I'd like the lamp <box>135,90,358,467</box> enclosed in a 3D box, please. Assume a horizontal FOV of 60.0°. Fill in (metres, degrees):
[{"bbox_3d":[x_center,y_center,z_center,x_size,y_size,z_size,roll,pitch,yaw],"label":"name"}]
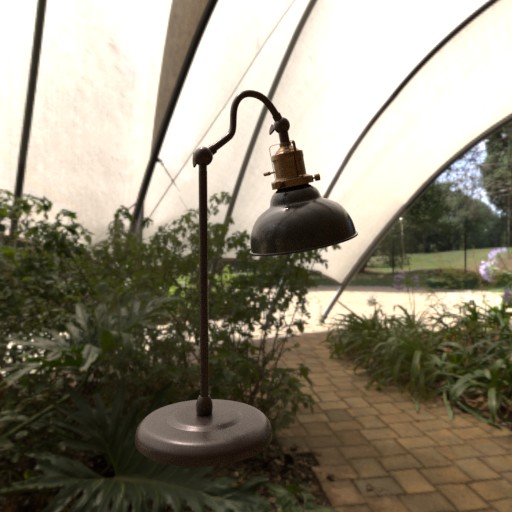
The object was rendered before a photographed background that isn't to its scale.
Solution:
[{"bbox_3d":[0.000,0.000,0.684,0.374,0.508,0.192,0,0,-37],"label":"lamp"}]
